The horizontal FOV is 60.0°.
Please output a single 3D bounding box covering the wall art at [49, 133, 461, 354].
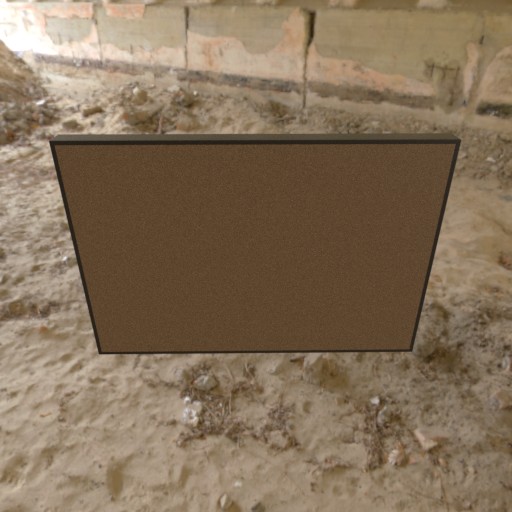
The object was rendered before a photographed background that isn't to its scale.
[{"bbox_3d":[0.000,0.000,1.192,0.939,0.640,0.058,0,30,-1],"label":"wall art"}]
